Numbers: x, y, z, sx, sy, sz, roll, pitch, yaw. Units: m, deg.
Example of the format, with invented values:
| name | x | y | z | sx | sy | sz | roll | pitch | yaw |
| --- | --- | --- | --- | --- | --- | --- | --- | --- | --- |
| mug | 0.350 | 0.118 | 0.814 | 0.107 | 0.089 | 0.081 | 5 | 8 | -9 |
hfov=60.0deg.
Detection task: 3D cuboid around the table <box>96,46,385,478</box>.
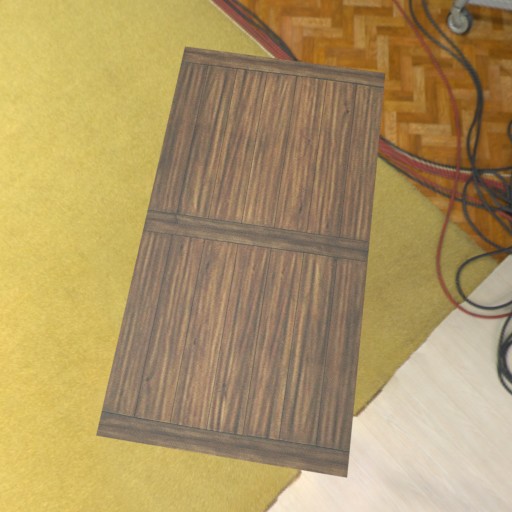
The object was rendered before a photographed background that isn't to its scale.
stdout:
| name | x | y | z | sx | sy | sz | roll | pitch | yaw |
| --- | --- | --- | --- | --- | --- | --- | --- | --- | --- |
| table | 0.000 | 0.000 | 2.488 | 1.071 | 0.793 | 1.966 | 9 | 76 | 2 |
